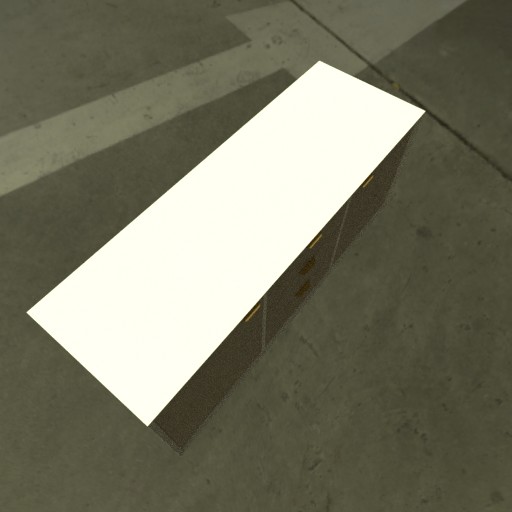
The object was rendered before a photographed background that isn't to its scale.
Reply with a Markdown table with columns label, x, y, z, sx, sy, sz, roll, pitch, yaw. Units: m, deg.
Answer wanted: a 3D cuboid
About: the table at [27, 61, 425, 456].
| label | x | y | z | sx | sy | sz | roll | pitch | yaw |
| --- | --- | --- | --- | --- | --- | --- | --- | --- | --- |
| table | 0.000 | 0.000 | 1.840 | 0.508 | 0.769 | 1.500 | 34 | 65 | 19 |
